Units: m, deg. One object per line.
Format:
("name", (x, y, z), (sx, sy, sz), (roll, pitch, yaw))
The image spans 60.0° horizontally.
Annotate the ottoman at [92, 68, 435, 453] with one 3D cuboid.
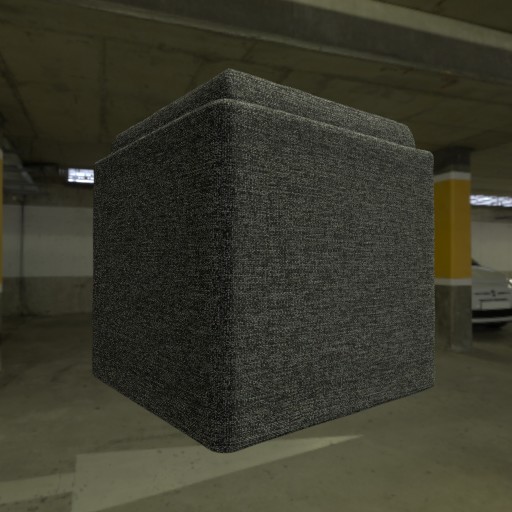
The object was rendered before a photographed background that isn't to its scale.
("ottoman", (0.000, 0.000, 0.793), (0.450, 0.463, 0.450), (1, -1, -38))
